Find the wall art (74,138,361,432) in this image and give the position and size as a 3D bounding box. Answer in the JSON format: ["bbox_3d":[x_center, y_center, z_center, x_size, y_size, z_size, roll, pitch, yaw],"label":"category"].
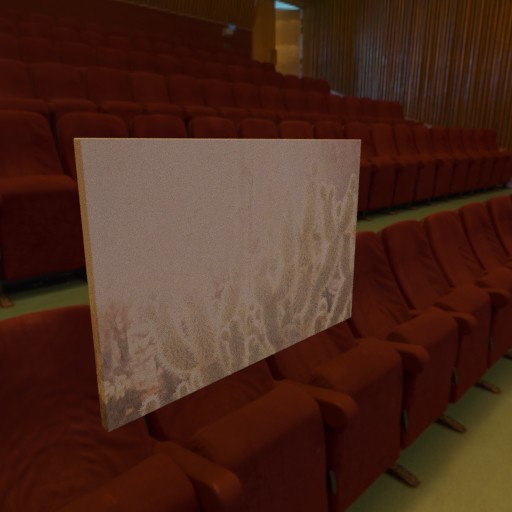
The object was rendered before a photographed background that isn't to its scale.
[{"bbox_3d":[0.000,0.000,1.488,1.142,0.758,0.041,-14,20,-43],"label":"wall art"}]
